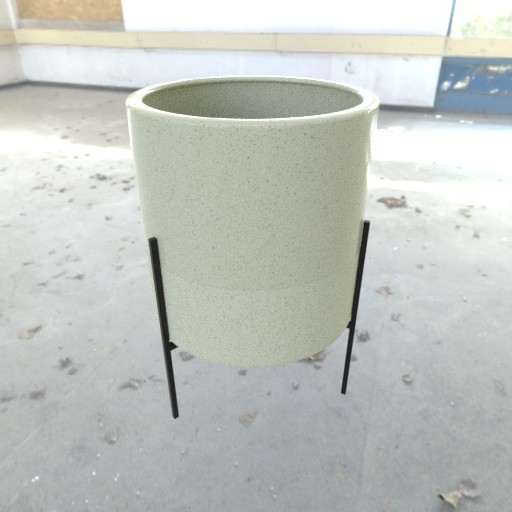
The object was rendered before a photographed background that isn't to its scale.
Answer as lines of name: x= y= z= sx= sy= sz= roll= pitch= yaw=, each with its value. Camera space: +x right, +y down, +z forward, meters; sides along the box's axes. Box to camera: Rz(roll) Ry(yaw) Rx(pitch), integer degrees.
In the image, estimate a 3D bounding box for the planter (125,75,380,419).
planter: x=0.000 y=0.000 z=0.679 sx=0.323 sy=0.475 sz=0.314 roll=10 pitch=32 yaw=17
